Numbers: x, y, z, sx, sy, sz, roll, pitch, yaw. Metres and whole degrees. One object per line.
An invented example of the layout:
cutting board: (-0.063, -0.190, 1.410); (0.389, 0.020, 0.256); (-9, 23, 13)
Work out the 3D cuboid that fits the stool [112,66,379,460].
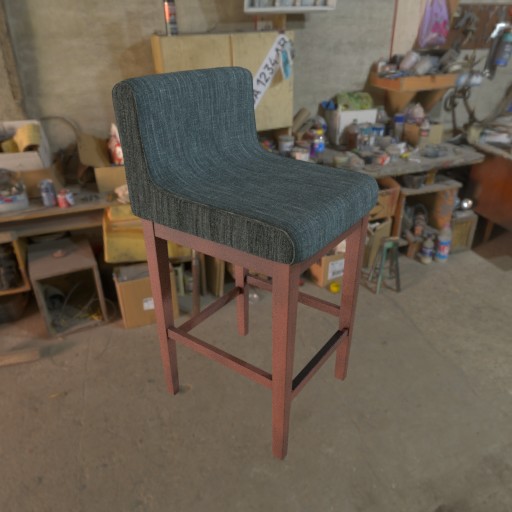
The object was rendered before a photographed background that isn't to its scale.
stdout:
stool: (0.000, 0.000, 1.100); (0.459, 0.835, 0.395); (18, 33, 31)
